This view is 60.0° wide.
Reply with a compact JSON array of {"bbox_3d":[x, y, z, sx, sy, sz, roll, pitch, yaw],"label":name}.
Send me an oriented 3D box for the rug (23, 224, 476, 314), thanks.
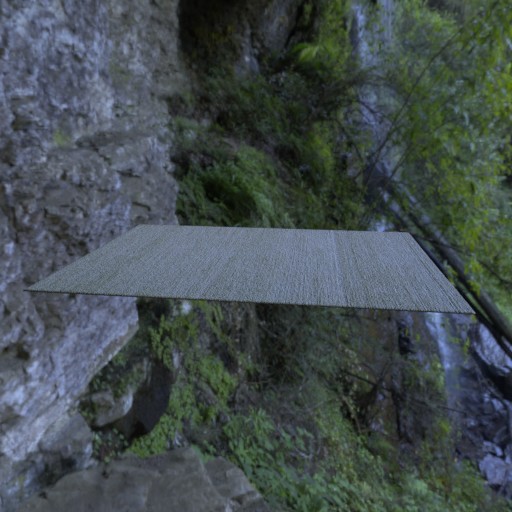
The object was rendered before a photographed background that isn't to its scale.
[{"bbox_3d":[0.000,0.000,5.118,3.935,0.025,2.782,2,17,7],"label":"rug"}]
